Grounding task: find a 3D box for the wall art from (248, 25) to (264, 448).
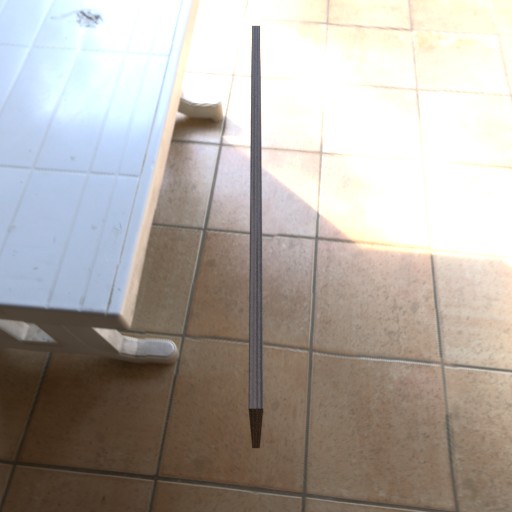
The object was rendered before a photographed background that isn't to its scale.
[{"bbox_3d":[0.000,0.000,0.675,0.013,0.406,0.508,0,62,0],"label":"wall art"}]
